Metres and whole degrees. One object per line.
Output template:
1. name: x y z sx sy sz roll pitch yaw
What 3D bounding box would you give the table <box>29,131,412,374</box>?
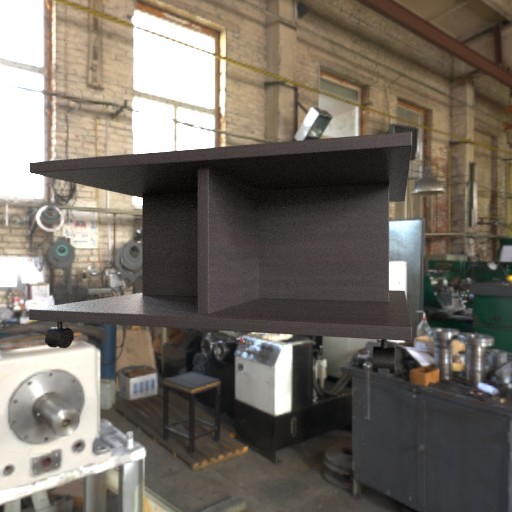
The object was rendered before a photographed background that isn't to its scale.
1. table: 0.000 0.000 1.180 0.762 0.396 0.762 0 0 18
